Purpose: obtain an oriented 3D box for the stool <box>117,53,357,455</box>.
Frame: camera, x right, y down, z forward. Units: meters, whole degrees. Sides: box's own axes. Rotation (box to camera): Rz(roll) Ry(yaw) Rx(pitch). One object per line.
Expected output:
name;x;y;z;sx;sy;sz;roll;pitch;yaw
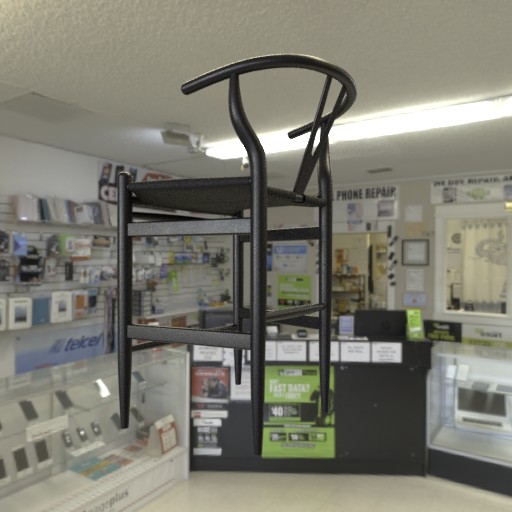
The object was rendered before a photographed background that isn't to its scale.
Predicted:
stool;0.000;0.000;1.314;0.579;0.970;0.569;0;0;35
